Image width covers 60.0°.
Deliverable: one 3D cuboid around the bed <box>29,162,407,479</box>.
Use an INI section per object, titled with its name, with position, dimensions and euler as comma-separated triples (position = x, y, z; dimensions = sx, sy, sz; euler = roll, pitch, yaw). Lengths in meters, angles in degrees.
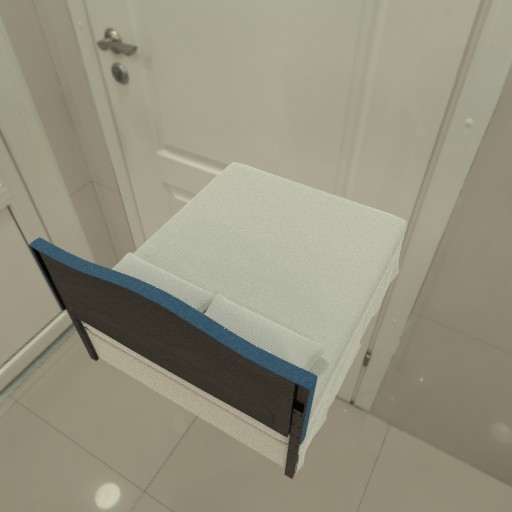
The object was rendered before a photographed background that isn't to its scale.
[bed]
position = 0.000, 0.000, 2.887
dimensions = 1.610, 1.169, 1.872
euler = 23, 50, 20
